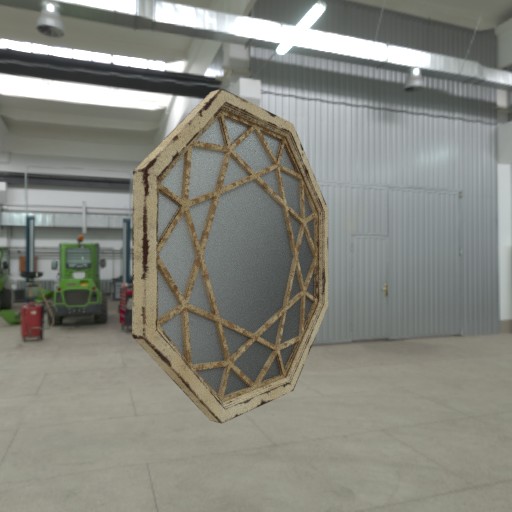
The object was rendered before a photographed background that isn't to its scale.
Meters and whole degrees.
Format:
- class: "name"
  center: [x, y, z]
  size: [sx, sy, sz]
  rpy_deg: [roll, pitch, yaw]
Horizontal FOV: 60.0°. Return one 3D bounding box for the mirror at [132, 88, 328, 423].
- class: "mirror"
  center: [0.000, 0.000, 0.973]
  size: [0.031, 0.648, 0.648]
  rpy_deg: [-1, -1, 36]
